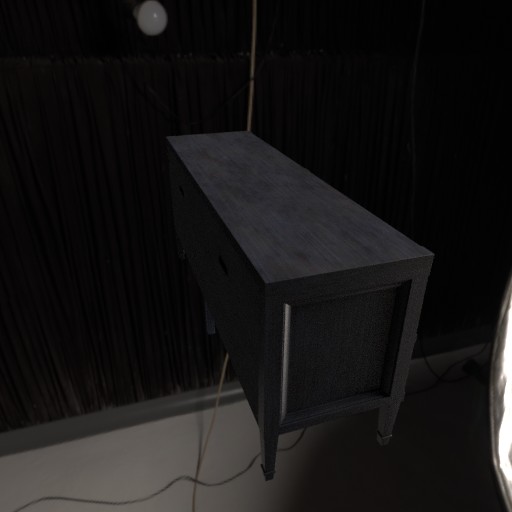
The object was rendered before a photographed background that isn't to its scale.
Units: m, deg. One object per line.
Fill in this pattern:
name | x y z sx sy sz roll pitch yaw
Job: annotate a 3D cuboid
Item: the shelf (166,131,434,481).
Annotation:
shelf | 0.000 0.000 1.910 0.479 0.719 1.575 -9 29 -16
